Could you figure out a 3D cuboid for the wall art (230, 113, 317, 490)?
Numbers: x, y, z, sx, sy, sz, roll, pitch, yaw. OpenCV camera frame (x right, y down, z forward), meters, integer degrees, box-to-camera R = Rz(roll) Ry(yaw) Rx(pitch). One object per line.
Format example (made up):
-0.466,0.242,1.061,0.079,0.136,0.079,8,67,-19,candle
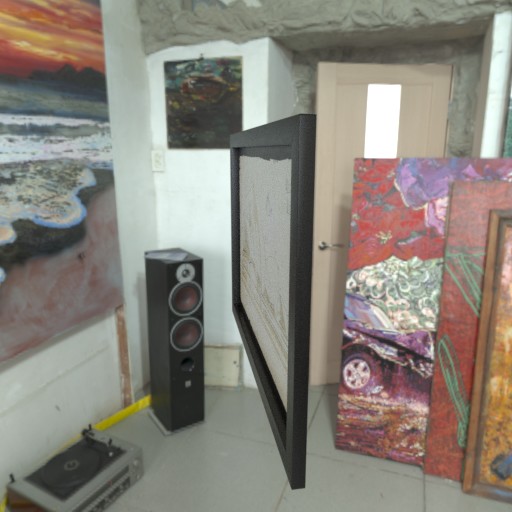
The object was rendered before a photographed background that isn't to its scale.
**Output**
0.000,0.000,0.554,0.013,0.306,0.440,-2,14,-9,wall art
